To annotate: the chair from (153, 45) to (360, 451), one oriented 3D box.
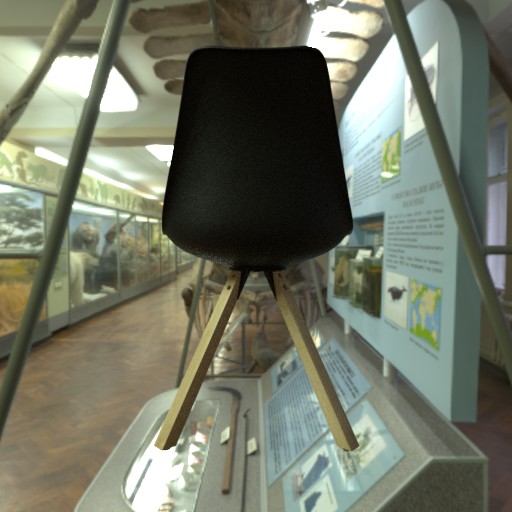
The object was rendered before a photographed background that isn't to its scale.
[{"bbox_3d":[0.000,0.000,1.145,0.485,0.850,0.549,0,2,0],"label":"chair"}]
